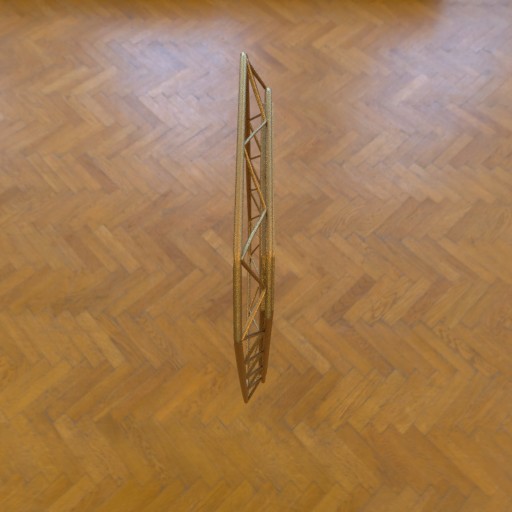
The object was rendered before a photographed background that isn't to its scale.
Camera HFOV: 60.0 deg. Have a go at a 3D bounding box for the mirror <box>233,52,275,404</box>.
[{"bbox_3d":[0.000,0.000,0.728,0.042,0.566,0.417,0,64,0],"label":"mirror"}]
